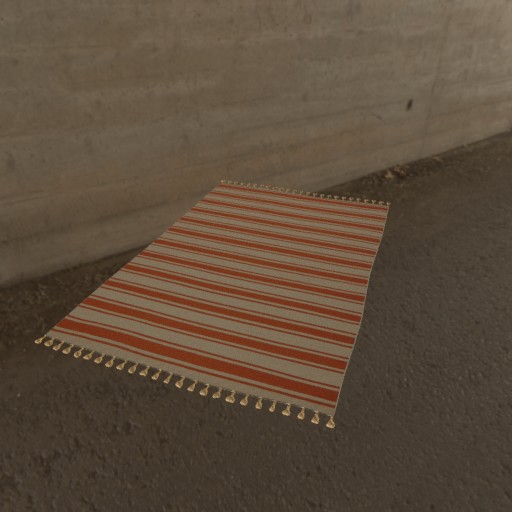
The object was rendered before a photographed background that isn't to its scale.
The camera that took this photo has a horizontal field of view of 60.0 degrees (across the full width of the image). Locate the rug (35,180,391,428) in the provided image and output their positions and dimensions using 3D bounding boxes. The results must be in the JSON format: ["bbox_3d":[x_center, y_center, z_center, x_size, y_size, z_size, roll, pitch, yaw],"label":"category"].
[{"bbox_3d":[0.000,0.000,3.021,1.556,0.022,2.433,11,33,17],"label":"rug"}]
